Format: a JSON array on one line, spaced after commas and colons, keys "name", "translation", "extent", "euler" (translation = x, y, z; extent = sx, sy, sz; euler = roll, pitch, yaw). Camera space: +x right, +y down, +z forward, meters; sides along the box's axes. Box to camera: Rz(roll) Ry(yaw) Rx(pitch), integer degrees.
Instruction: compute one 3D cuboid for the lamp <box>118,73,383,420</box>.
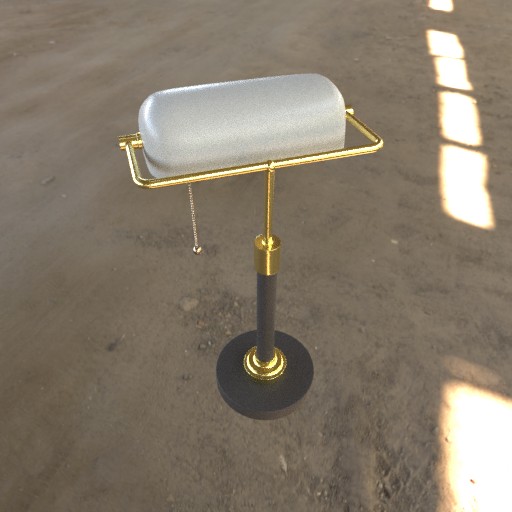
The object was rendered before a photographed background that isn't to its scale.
[{"name": "lamp", "translation": [0.000, 0.000, 0.560], "extent": [0.269, 0.404, 0.227], "euler": [-12, 42, -14]}]
